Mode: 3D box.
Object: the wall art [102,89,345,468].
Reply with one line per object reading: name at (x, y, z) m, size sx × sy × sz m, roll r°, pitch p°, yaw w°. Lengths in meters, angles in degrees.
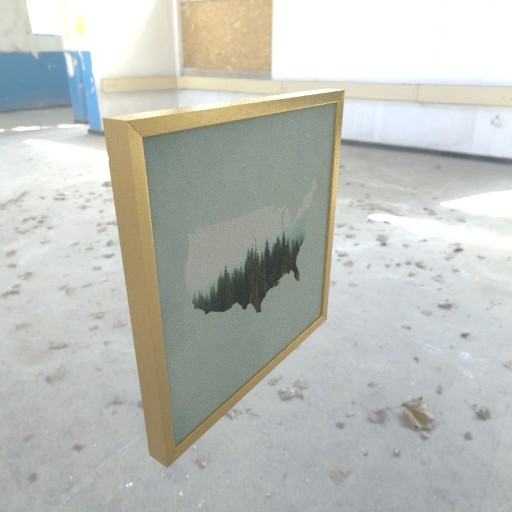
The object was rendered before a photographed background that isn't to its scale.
wall art at (0.000, 0.000, 0.763) m, size 0.040 × 0.509 × 0.509 m, roll 17°, pitch 30°, yaw 33°
